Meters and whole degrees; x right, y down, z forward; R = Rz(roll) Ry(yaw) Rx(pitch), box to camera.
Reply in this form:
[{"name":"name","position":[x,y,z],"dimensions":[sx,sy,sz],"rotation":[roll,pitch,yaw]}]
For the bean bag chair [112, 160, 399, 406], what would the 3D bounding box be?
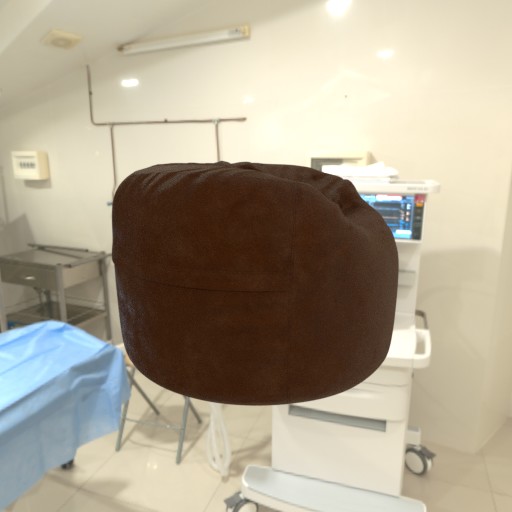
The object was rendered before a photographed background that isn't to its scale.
[{"name":"bean bag chair","position":[0.000,0.000,1.483],"dimensions":[0.918,0.616,0.918],"rotation":[0,13,0]}]
